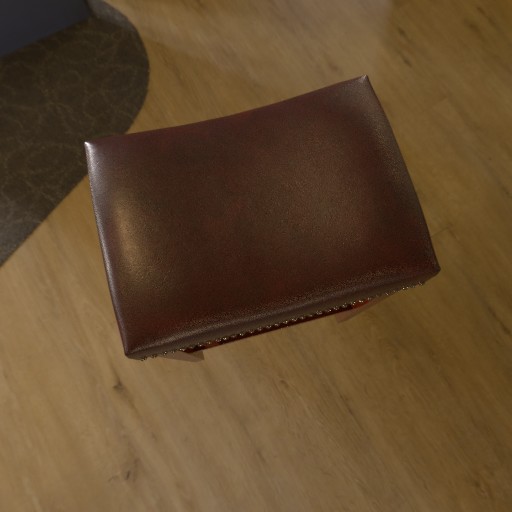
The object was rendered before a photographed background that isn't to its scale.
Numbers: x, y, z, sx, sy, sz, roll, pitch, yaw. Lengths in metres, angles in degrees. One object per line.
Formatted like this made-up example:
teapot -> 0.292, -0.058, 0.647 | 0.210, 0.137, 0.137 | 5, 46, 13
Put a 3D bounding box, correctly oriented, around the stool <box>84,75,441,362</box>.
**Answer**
stool -> 0.000, 0.000, 1.031 | 0.504, 0.742, 0.372 | -15, 76, -4
